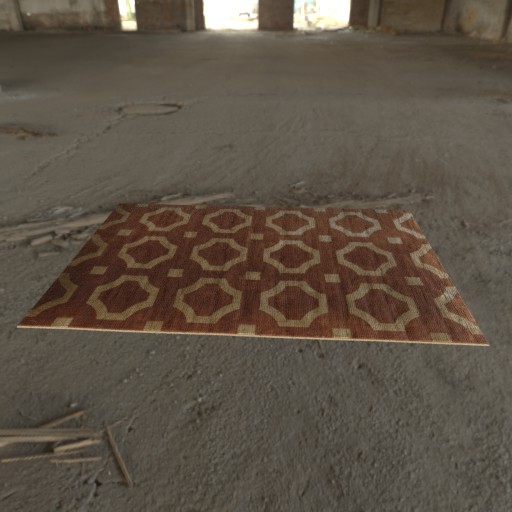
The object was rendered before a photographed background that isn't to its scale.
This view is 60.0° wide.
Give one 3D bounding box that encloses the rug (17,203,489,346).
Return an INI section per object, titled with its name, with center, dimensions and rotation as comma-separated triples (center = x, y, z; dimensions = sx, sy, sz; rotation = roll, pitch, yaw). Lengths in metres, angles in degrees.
[rug]
center = 0.000, 0.000, 2.811
dimensions = 2.286, 0.016, 1.555
rotation = 2, 30, 3
